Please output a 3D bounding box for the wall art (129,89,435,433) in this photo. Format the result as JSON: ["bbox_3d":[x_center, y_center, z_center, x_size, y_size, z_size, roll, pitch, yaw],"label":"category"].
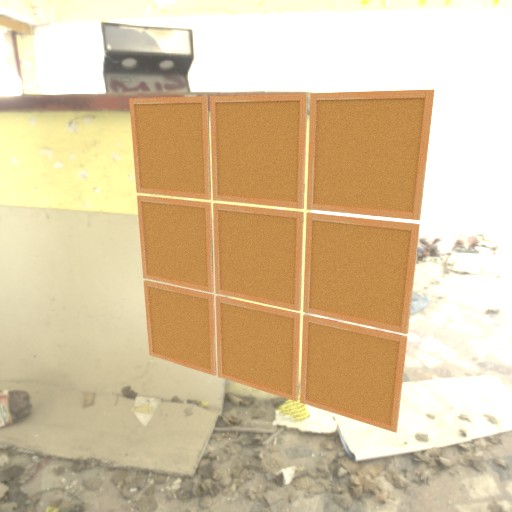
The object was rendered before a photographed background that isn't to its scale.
[{"bbox_3d":[0.000,0.000,1.780,1.216,1.220,0.013,9,19,27],"label":"wall art"}]
